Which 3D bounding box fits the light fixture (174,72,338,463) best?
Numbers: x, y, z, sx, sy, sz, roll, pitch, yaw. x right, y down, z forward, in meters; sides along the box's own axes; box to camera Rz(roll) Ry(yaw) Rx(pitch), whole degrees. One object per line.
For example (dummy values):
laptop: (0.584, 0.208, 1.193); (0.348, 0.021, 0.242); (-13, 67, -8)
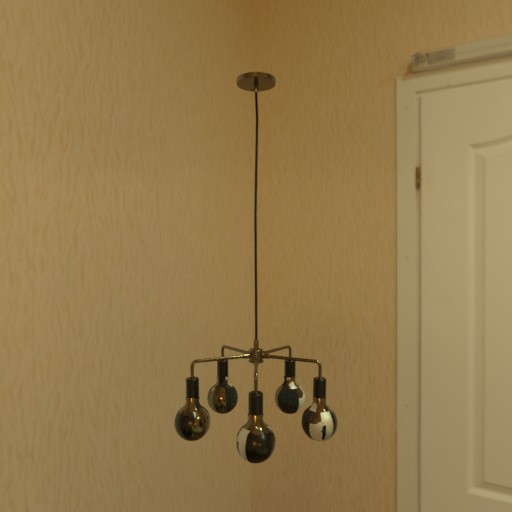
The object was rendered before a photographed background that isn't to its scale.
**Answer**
light fixture: (0.000, 0.000, 1.228); (0.438, 0.988, 0.421); (0, 0, 0)
